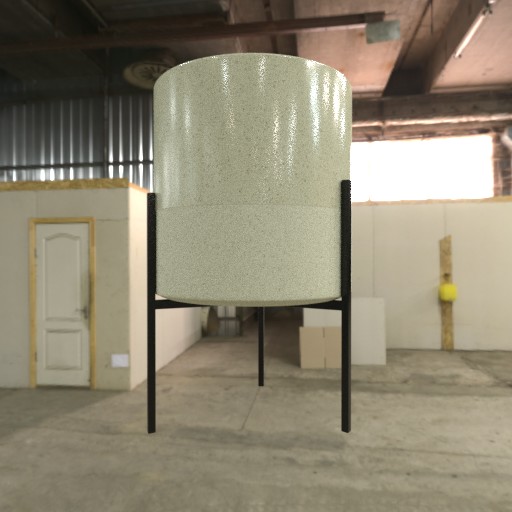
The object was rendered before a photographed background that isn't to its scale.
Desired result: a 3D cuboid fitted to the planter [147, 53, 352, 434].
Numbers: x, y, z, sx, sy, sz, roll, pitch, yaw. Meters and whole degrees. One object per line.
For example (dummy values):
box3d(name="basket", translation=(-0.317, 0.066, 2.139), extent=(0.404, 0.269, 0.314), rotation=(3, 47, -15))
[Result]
box3d(name="planter", translation=(0.000, 0.000, 0.535), extent=(0.243, 0.390, 0.234), rotation=(0, 1, 36))
